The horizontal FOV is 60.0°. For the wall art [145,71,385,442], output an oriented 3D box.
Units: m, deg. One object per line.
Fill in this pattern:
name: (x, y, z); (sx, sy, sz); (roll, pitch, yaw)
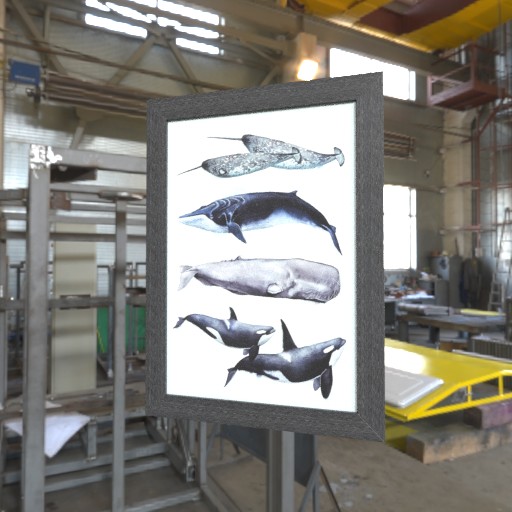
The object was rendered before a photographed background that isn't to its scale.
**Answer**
wall art: (0.000, 0.000, 1.457); (0.810, 1.116, 0.016); (0, -1, 17)
